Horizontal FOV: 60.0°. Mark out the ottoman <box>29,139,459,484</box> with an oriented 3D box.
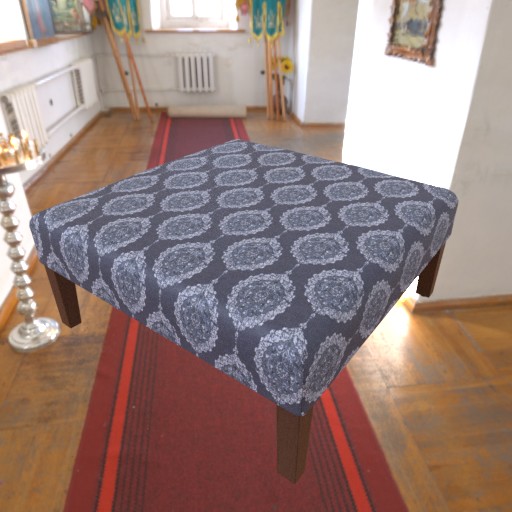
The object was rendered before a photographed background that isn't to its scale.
[{"bbox_3d":[0.000,0.000,1.351,0.889,0.409,0.890,22,38,31],"label":"ottoman"}]
